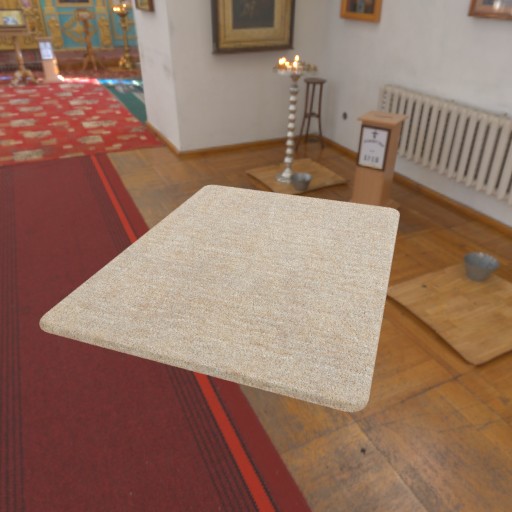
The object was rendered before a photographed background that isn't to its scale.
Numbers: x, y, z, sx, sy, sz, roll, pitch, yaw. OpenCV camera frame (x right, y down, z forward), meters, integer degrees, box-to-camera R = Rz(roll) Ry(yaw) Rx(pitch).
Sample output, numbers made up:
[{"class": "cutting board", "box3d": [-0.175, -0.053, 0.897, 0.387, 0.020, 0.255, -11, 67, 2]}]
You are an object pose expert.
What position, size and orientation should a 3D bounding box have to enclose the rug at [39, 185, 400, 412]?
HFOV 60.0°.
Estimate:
[{"class": "rug", "box3d": [0.000, 0.000, 3.449, 2.009, 0.048, 2.528, 10, 31, 17]}]
